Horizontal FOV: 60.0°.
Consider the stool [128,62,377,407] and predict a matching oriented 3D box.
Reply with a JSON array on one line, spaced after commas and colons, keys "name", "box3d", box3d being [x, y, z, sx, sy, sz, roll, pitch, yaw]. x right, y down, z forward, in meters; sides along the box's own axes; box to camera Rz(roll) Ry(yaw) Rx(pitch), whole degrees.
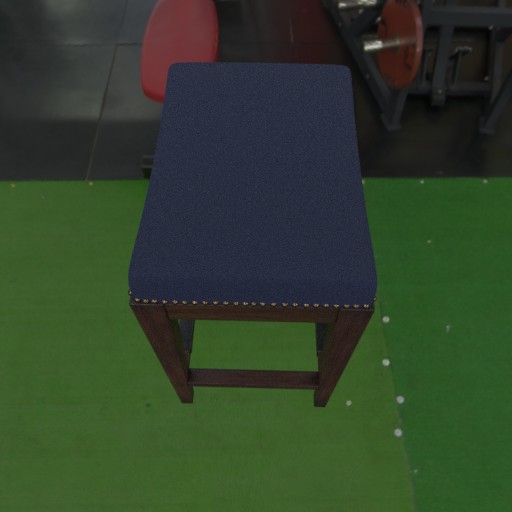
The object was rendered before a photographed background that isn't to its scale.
[{"name": "stool", "box3d": [0.000, 0.000, 0.973, 0.361, 0.642, 0.500, 1, 59, 1]}]
